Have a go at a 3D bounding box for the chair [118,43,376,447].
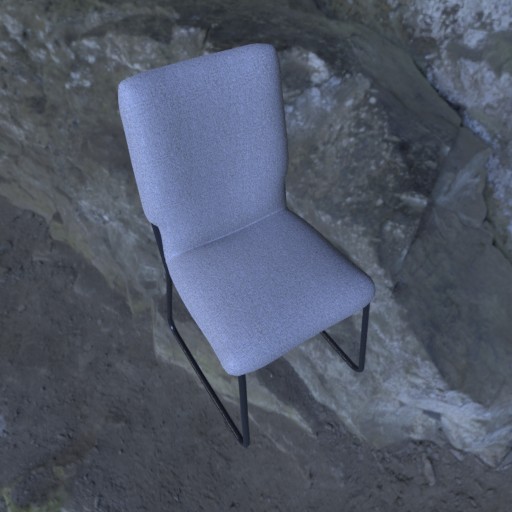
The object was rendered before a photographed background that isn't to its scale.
[{"bbox_3d":[0.000,0.000,1.163,0.448,0.864,0.560,-25,52,-22],"label":"chair"}]
